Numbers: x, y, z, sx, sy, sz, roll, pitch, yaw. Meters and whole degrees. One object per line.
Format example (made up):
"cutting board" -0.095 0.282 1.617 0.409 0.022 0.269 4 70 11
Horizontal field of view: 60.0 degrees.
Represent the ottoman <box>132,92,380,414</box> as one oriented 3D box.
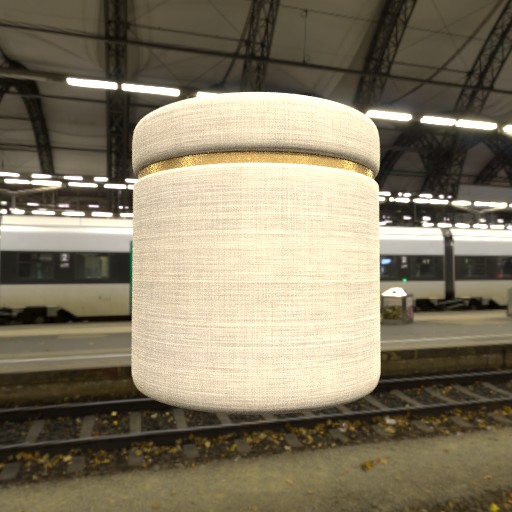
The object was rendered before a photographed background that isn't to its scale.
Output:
"ottoman" 0.000 0.000 0.738 0.400 0.406 0.400 0 -2 0
